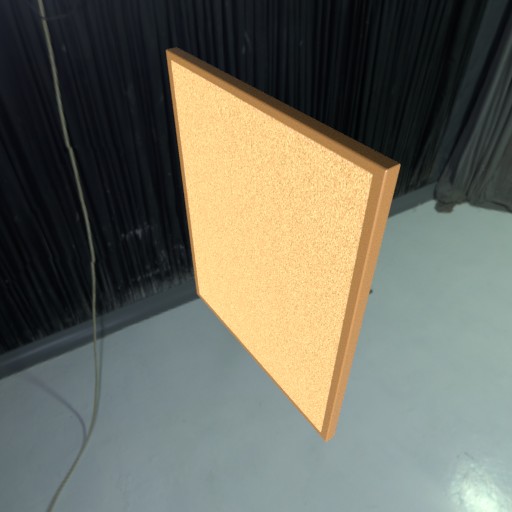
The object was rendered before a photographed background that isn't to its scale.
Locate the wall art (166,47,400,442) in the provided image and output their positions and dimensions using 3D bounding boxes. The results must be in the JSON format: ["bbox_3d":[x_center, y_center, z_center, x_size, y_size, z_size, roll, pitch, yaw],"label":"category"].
[{"bbox_3d":[0.000,0.000,0.511,0.015,0.379,0.310,-26,48,-26],"label":"wall art"}]
